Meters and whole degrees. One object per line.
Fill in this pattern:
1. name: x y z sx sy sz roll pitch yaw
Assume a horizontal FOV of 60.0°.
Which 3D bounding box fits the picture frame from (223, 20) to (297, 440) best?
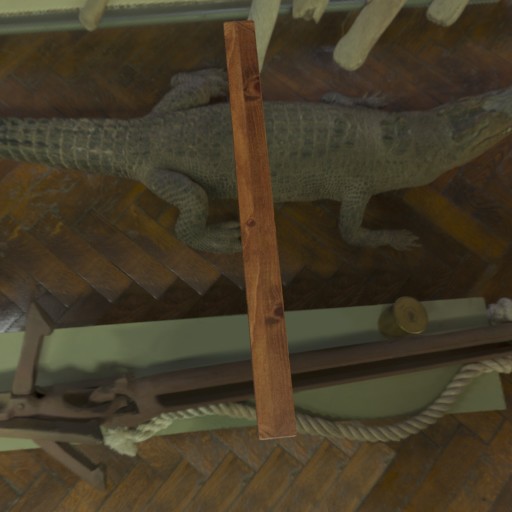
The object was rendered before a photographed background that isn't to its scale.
1. picture frame: 0.000 0.000 0.531 0.028 0.356 0.352 -5 77 -1
